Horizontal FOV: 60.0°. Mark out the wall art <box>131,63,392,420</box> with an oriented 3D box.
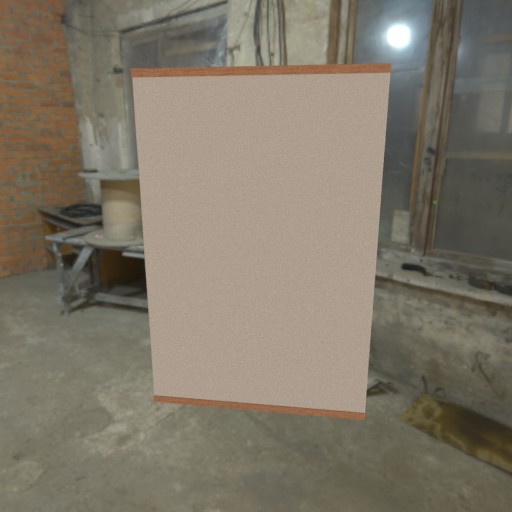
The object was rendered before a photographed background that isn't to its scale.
[{"bbox_3d":[0.000,0.000,1.918,1.019,1.527,0.019,2,15,8],"label":"wall art"}]
